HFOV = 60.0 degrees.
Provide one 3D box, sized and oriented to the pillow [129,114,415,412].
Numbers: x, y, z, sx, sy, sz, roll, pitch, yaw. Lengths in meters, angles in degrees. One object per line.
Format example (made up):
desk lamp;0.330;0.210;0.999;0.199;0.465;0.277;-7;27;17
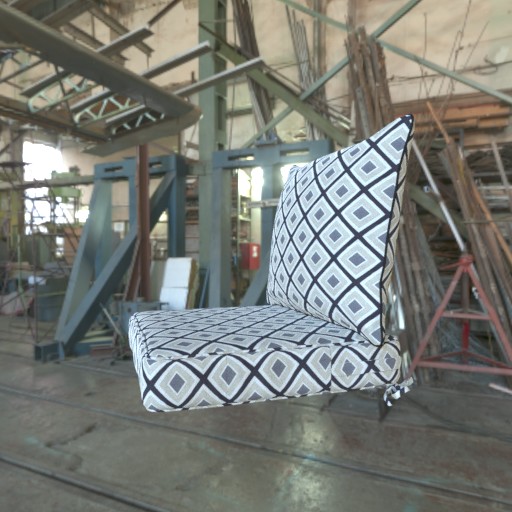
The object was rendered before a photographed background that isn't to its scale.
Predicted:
pillow;0.000;0.000;1.366;0.733;0.722;0.798;0;1;-19
